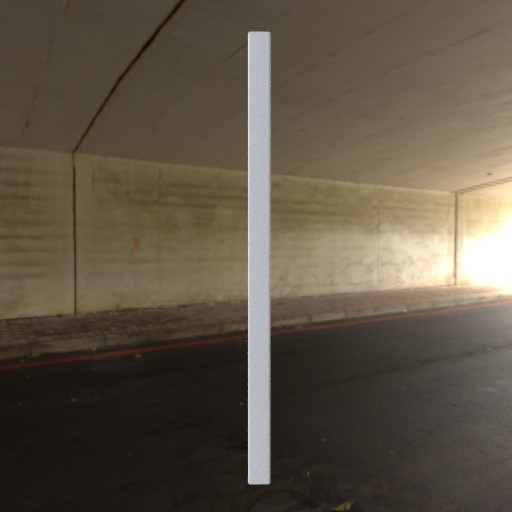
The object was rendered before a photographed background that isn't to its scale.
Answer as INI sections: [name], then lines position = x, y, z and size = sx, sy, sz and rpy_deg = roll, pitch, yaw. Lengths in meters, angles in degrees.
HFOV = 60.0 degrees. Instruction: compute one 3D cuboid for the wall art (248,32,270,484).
[wall art]
position = 0.000, 0.000, 1.490
size = 0.049, 1.009, 1.009
rpy_deg = 0, 1, -1
